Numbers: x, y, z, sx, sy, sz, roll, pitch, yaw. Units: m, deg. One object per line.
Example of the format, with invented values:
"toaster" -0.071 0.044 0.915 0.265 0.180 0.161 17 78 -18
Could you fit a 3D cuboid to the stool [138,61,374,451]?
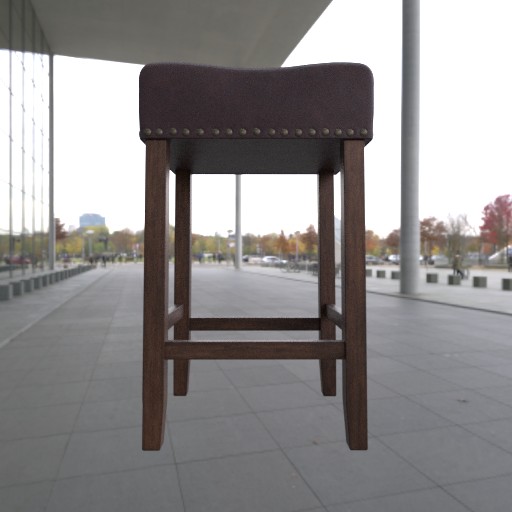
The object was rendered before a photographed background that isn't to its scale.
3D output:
"stool" 0.000 0.000 1.058 0.465 0.769 0.401 0 0 0
